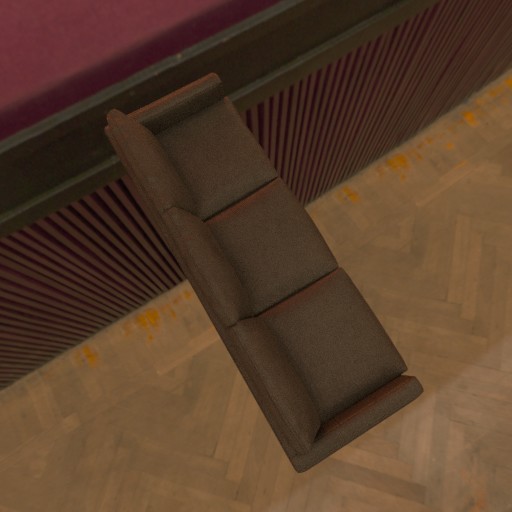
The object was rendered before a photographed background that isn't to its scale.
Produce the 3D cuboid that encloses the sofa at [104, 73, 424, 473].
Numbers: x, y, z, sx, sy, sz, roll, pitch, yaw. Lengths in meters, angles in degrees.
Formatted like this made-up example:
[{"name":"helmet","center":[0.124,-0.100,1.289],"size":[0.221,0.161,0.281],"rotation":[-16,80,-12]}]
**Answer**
[{"name":"sofa","center":[0.000,0.000,2.393],"size":[0.748,0.805,2.029],"rotation":[-30,77,-7]}]
